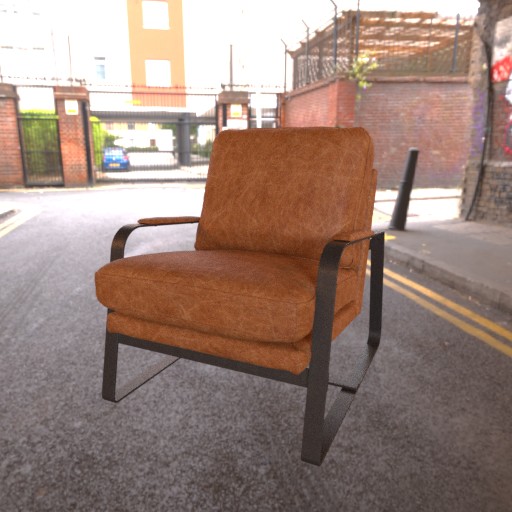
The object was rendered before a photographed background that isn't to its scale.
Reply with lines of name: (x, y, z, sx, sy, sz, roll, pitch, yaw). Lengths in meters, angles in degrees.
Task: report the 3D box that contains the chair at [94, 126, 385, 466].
chair: (0.000, 0.000, 1.349, 0.651, 0.777, 0.801, 6, 15, 25)
